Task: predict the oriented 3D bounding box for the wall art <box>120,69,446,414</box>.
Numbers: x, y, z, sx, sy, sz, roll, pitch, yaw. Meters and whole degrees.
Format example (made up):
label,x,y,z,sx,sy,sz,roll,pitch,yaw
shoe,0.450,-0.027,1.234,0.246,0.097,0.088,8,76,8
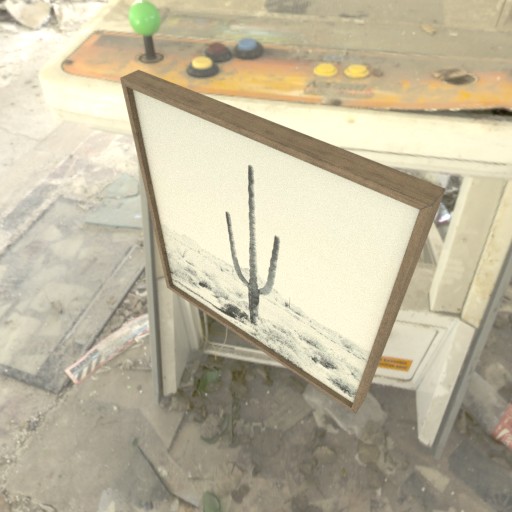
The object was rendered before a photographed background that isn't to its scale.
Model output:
label,x,y,z,sx,sy,sz,roll,pitch,yaw
wall art,0.000,0.000,0.776,0.508,0.508,0.038,29,53,25
